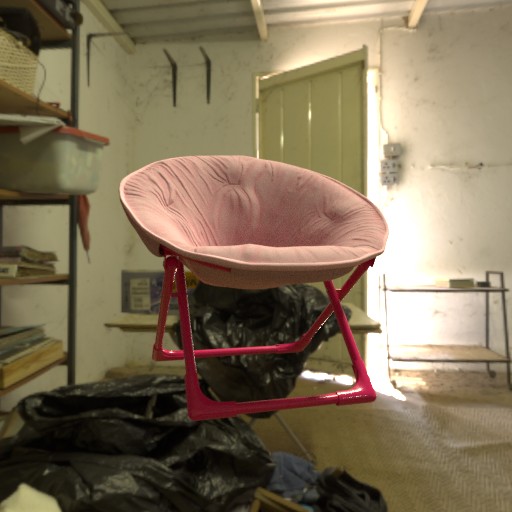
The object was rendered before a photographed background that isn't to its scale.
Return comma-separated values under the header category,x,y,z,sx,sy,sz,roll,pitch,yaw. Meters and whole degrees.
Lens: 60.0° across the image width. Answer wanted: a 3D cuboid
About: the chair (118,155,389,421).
category,x,y,z,sx,sy,sz,roll,pitch,yaw
chair,0.000,0.000,0.881,0.522,0.494,0.459,0,0,-16
